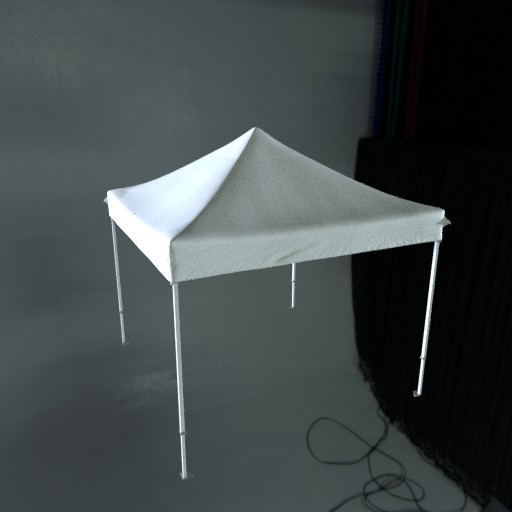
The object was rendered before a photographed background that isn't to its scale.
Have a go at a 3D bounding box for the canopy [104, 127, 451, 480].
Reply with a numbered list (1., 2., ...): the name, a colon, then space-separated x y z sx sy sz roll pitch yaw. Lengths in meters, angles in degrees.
1. canopy: 0.000 0.000 5.367 2.996 2.998 2.994 -8 19 -25
